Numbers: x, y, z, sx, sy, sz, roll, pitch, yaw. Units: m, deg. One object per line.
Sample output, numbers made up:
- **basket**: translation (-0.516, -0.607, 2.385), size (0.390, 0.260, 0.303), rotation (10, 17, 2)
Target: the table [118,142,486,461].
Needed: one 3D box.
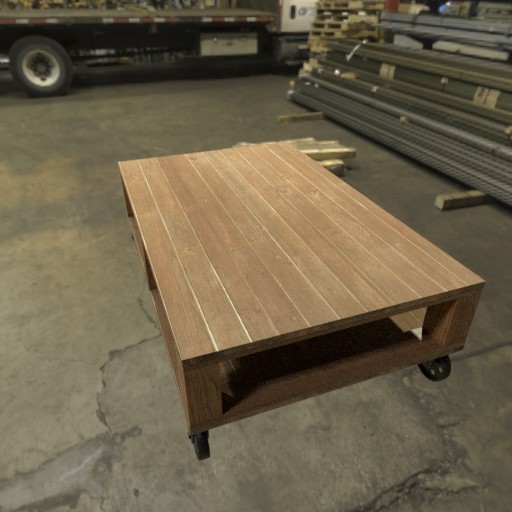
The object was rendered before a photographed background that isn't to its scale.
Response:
- **table**: translation (0.000, 0.000, 1.690), size (0.827, 0.413, 1.299), rotation (-11, 34, -17)
